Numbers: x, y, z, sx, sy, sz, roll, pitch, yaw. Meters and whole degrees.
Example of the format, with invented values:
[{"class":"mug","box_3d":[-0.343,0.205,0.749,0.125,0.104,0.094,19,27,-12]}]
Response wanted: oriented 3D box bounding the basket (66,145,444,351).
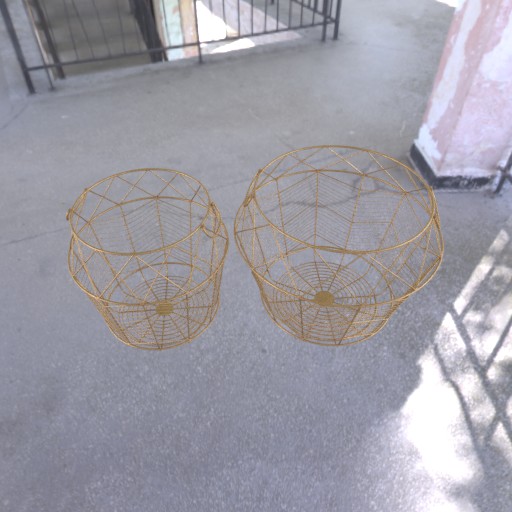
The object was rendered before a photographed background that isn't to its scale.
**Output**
[{"class":"basket","box_3d":[0.000,0.000,1.015,0.805,0.343,0.451,-3,44,-3]}]
